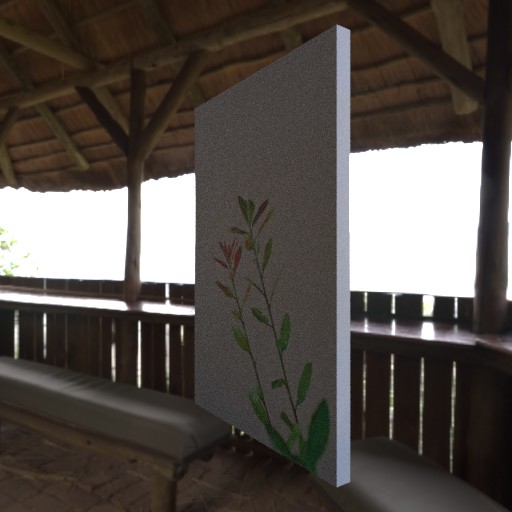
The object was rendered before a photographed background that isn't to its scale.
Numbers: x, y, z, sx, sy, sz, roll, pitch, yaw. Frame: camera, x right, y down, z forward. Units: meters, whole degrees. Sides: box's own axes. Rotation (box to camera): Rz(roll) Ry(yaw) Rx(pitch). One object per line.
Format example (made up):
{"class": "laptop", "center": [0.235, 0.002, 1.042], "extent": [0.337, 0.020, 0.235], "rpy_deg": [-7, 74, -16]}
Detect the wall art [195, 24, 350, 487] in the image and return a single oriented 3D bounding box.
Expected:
{"class": "wall art", "center": [0.000, 0.000, 1.137], "extent": [0.039, 0.915, 0.612], "rpy_deg": [0, 0, -35]}
